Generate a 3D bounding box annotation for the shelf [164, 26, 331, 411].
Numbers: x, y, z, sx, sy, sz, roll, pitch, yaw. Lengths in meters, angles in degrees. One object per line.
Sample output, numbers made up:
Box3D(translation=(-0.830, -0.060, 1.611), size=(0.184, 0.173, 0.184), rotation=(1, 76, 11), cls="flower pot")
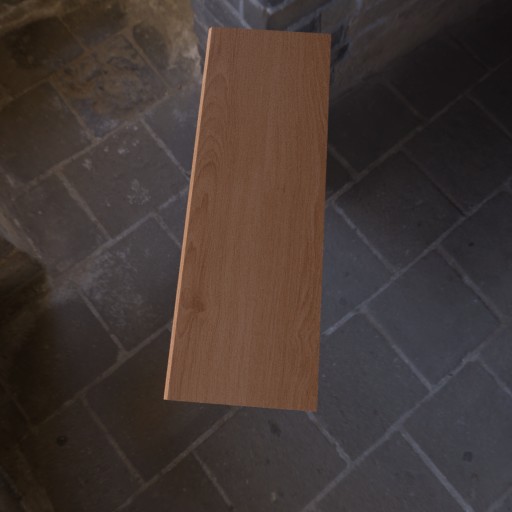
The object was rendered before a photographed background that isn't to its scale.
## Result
Box3D(translation=(0.000, 0.000, 1.408), size=(0.291, 0.980, 0.840), rotation=(4, 75, 1), cls="shelf")
